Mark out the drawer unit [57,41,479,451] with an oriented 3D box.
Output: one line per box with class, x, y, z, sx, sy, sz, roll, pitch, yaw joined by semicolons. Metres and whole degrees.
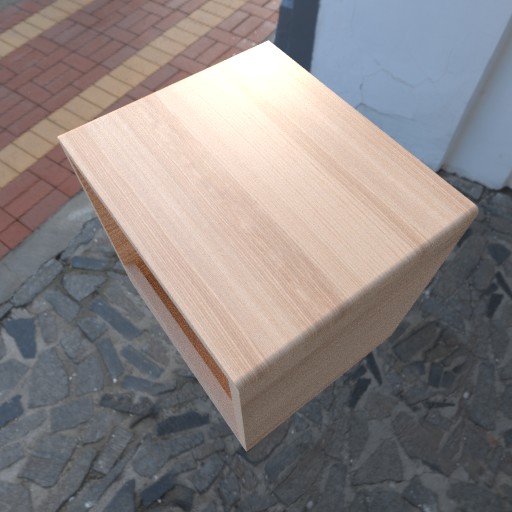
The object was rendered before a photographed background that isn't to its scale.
drawer unit;0.000;0.000;0.605;0.290;0.344;0.344;-33;64;-18
